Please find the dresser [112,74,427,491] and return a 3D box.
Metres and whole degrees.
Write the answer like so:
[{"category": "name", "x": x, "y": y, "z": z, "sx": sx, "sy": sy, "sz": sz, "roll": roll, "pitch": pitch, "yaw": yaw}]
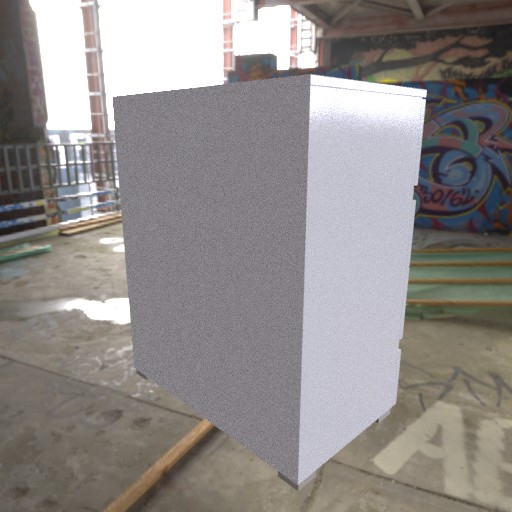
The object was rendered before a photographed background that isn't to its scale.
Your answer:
[{"category": "dresser", "x": 0.000, "y": 0.000, "z": 1.157, "sx": 0.400, "sy": 0.800, "sz": 0.650, "roll": -15, "pitch": 22, "yaw": -42}]
